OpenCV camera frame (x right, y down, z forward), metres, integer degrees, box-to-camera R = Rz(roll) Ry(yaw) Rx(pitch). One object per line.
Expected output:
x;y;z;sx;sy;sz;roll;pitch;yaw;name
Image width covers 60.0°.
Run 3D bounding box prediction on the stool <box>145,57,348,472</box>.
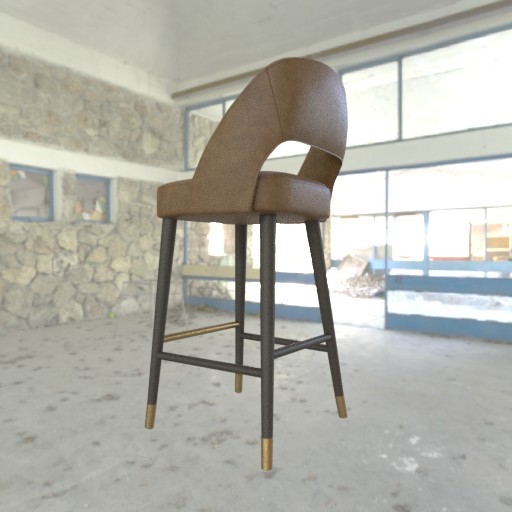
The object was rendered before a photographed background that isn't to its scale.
0.000;0.000;1.359;0.509;1.037;0.494;0;0;36;stool
